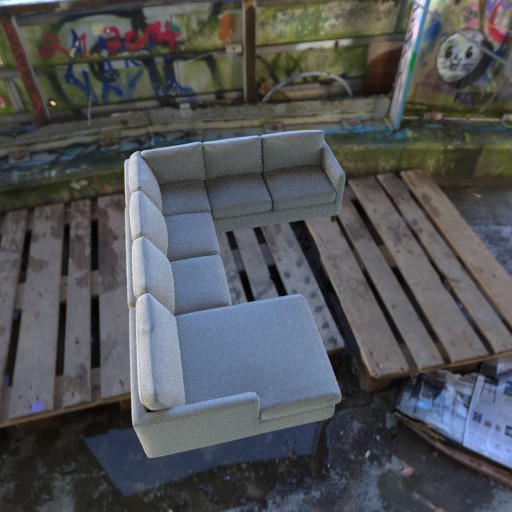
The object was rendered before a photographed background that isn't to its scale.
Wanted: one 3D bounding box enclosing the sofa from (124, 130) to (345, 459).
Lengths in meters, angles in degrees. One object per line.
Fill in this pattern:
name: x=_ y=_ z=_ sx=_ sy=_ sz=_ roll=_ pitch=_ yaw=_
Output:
sofa: x=0.000 y=0.000 z=4.666 sx=2.593 sy=0.959 sz=3.460 roll=-9 pitch=47 yaw=-9
